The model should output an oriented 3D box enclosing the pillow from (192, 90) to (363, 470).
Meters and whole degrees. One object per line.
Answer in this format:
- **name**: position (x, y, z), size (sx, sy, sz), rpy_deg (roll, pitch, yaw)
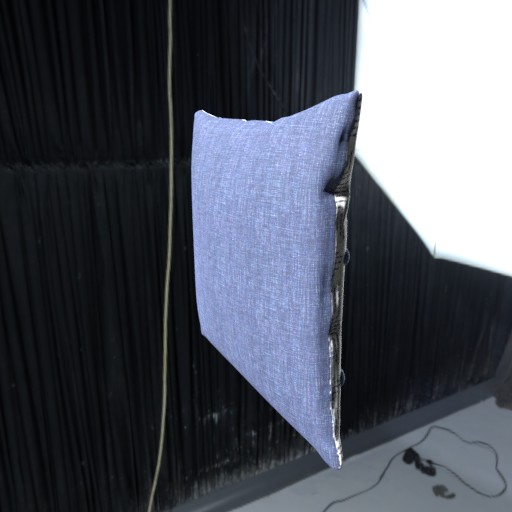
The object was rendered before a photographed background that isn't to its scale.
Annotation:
- **pillow**: position (0.000, 0.000, 0.780), size (0.145, 0.510, 0.510), rpy_deg (-8, 17, -27)
